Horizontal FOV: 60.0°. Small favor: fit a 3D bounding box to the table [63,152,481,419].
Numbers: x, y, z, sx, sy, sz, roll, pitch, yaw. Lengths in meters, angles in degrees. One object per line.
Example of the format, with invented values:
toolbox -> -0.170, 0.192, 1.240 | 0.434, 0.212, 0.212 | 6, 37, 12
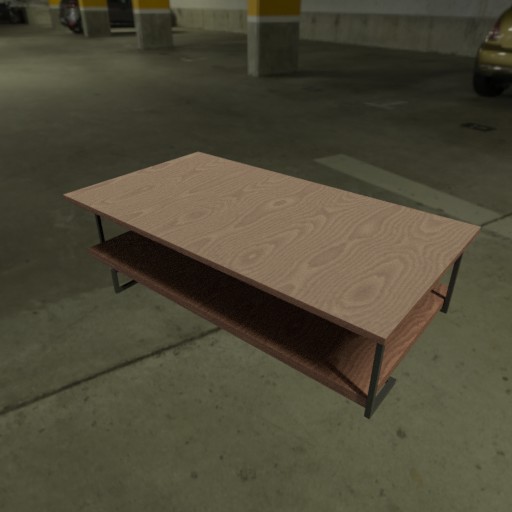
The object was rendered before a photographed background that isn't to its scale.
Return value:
table -> 0.000, 0.000, 1.513 | 1.197, 0.347, 0.651 | 22, 37, 33
